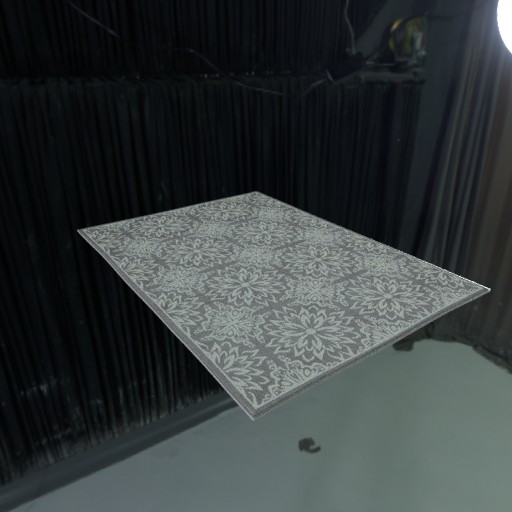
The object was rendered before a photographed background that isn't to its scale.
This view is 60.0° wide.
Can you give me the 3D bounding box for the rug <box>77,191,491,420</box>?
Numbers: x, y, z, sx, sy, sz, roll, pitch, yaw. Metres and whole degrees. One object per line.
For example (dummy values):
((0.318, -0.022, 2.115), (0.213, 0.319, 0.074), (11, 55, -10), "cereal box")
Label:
((0.000, 0.000, 2.830), (1.608, 0.014, 2.213), (-17, 31, -32), "rug")
